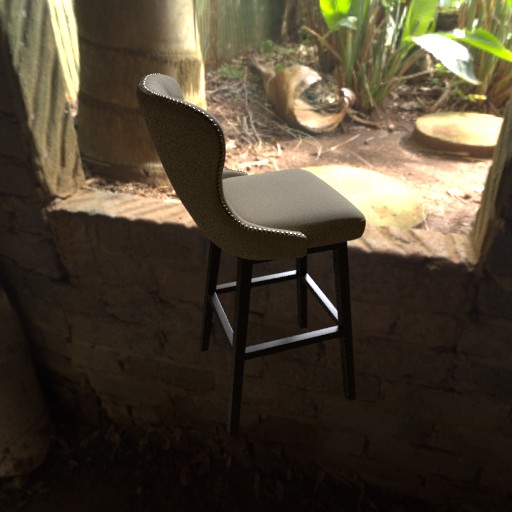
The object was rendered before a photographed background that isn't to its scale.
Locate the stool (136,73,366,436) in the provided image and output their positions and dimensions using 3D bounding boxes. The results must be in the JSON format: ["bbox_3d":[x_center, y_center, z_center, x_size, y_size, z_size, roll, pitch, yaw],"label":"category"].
[{"bbox_3d":[0.000,0.000,1.415,0.605,1.066,0.528,-10,32,-16],"label":"stool"}]
